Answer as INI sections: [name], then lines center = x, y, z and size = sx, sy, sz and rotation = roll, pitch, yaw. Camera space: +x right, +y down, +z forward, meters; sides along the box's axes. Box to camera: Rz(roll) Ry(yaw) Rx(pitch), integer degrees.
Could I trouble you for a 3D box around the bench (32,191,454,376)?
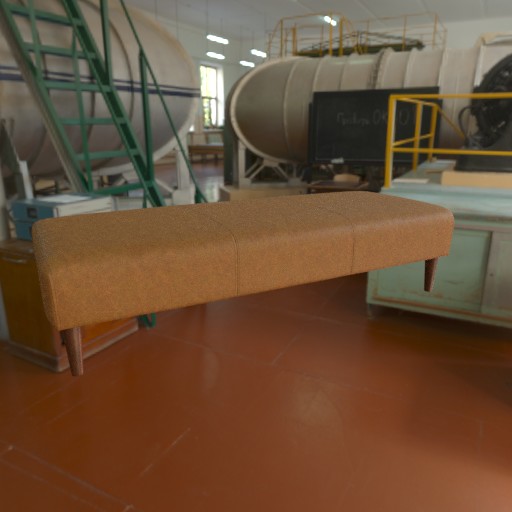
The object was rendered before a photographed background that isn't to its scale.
[bench]
center = 0.000, 0.000, 1.824
size = 1.610, 0.399, 0.653
rotation = -9, 19, -27
